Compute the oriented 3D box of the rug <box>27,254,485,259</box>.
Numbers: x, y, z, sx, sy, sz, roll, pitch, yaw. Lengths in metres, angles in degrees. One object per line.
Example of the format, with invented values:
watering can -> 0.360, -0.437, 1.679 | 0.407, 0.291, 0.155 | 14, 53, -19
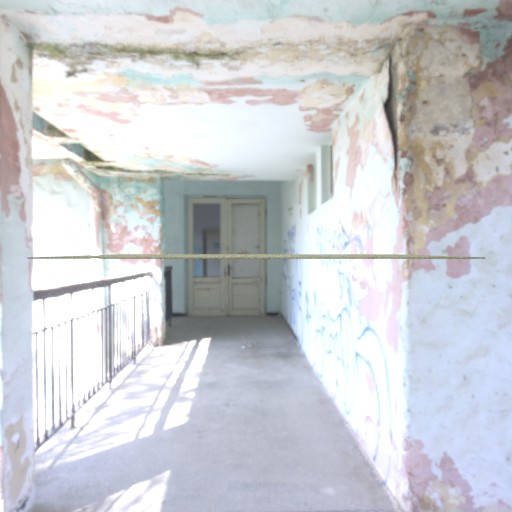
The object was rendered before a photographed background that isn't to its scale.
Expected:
rug -> 0.000, 0.000, 2.250 | 1.747, 0.006, 1.143 | 0, 1, 0
